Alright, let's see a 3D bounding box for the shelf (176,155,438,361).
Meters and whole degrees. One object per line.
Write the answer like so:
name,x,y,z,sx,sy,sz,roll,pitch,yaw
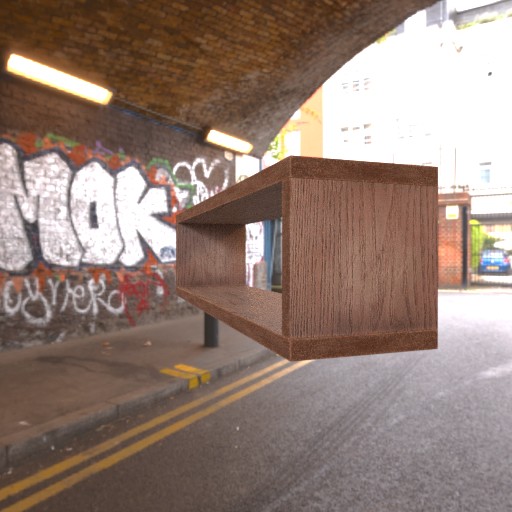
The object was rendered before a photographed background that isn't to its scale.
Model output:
shelf,0.000,0.000,0.677,0.150,0.170,0.610,0,0,-19
